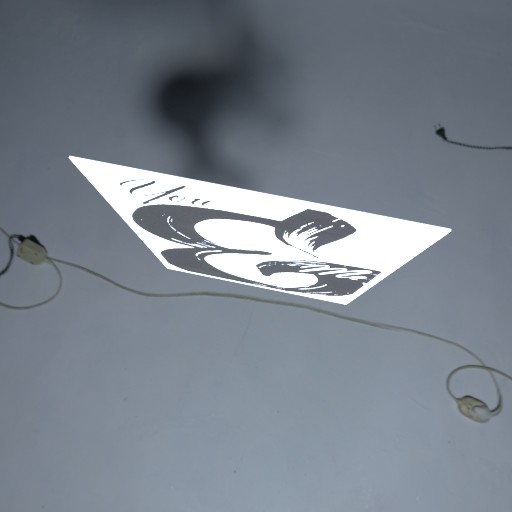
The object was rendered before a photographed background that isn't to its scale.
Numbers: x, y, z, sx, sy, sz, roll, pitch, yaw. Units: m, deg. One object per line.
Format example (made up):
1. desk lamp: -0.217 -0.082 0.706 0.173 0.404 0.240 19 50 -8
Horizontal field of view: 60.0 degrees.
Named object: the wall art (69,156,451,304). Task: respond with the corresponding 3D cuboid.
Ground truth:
1. wall art: 0.000 0.000 0.816 0.457 0.609 0.003 11 76 3
